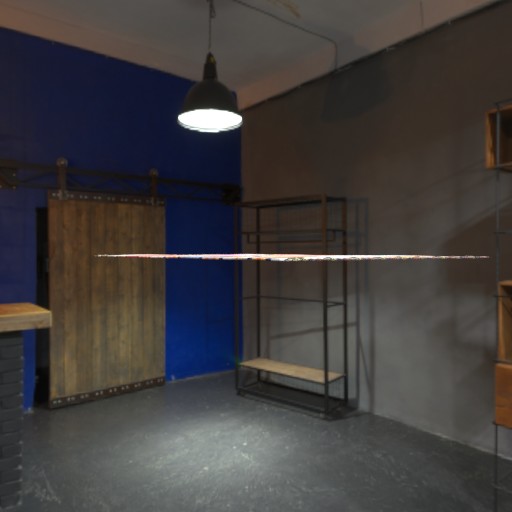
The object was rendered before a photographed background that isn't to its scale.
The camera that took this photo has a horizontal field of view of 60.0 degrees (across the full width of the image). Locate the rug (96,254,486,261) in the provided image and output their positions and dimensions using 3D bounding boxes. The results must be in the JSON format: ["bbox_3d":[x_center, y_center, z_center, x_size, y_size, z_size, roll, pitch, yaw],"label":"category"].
[{"bbox_3d":[0.000,0.000,2.252,1.084,0.013,1.849,0,1,-36],"label":"rug"}]
